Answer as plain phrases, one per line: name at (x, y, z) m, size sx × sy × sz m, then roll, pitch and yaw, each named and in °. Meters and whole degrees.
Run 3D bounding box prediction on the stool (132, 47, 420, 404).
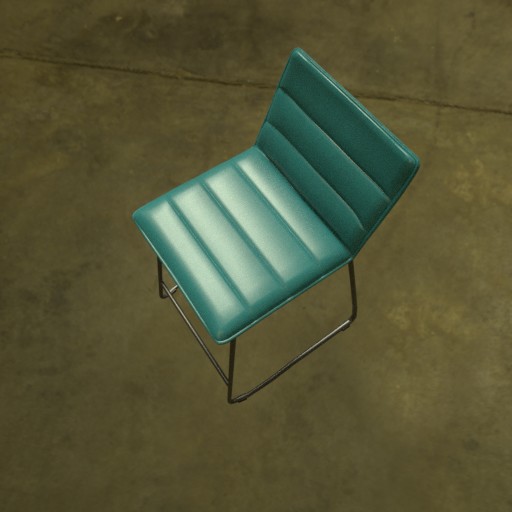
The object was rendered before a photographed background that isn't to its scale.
stool at (0.000, 0.000, 1.204) m, size 0.524 × 0.866 × 0.489 m, roll -32°, pitch 68°, yaw -15°
